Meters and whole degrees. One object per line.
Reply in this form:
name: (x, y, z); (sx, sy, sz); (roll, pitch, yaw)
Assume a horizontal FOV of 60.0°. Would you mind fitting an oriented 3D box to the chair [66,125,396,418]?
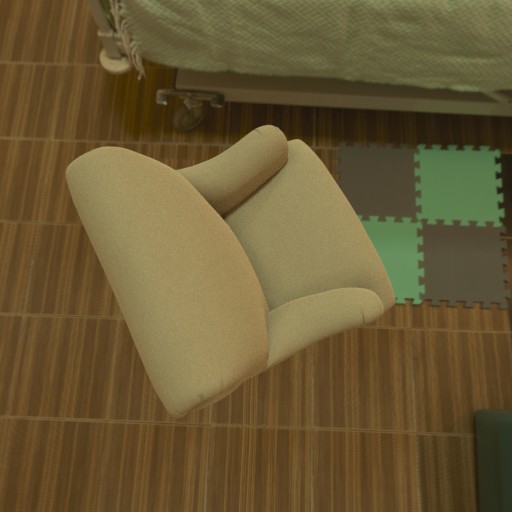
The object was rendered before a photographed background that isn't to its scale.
chair: (0.000, 0.000, 1.566); (0.842, 0.942, 0.766); (-26, 77, -7)
